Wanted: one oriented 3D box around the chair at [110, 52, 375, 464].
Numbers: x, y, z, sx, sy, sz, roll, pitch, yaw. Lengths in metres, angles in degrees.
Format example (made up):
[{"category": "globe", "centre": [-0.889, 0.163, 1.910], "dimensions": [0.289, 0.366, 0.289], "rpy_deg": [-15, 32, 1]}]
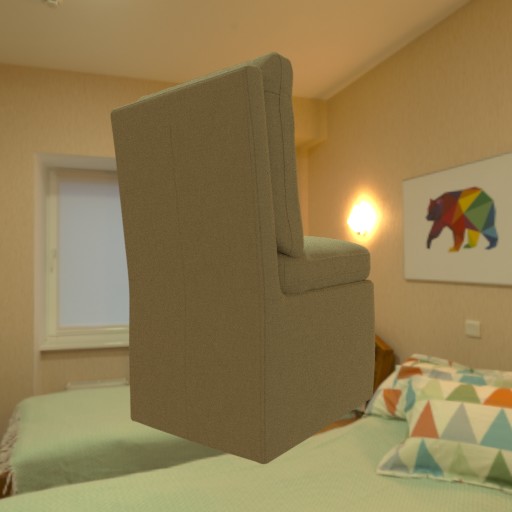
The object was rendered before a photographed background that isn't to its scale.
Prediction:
[{"category": "chair", "centre": [0.000, 0.000, 1.325], "dimensions": [0.503, 0.927, 0.698], "rpy_deg": [-1, -1, 37]}]
